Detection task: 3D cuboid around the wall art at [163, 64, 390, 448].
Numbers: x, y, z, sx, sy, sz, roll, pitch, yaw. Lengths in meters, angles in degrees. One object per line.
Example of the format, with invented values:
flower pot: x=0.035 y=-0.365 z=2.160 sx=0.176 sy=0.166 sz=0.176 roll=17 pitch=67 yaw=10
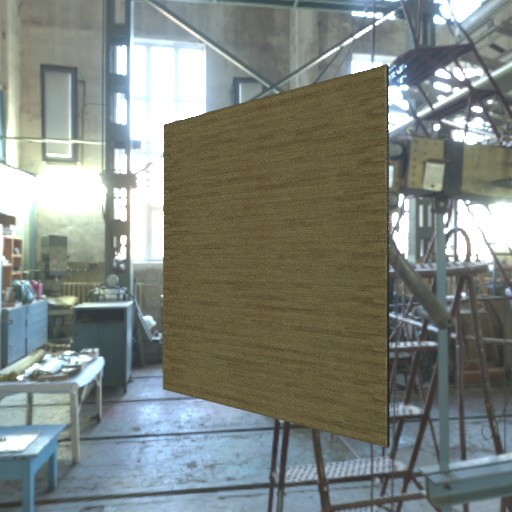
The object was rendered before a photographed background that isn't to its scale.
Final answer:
wall art: x=0.000 y=0.000 z=0.792 sx=0.483 sy=0.559 sz=0.009 roll=0 pitch=0 yaw=37
